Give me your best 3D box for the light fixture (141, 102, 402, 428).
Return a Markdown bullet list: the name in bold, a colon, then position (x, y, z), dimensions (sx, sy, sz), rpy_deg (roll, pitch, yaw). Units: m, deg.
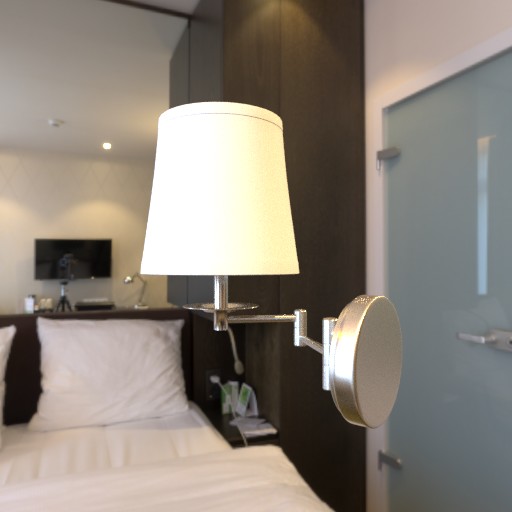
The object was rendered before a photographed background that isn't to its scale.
- **light fixture**: position (0.000, 0.000, 0.598), dimensions (0.348, 0.381, 0.223), rpy_deg (-1, -1, 36)
